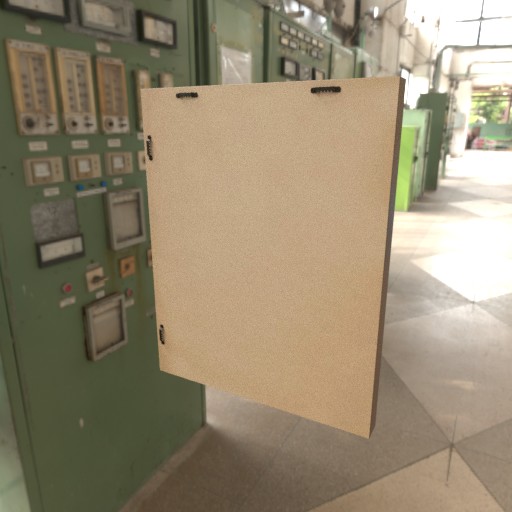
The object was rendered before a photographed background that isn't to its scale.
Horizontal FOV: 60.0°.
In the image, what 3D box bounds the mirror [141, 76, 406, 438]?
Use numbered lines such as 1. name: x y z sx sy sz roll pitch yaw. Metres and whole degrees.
1. mirror: 0.000 0.000 0.700 0.405 0.508 0.041 9 19 28
